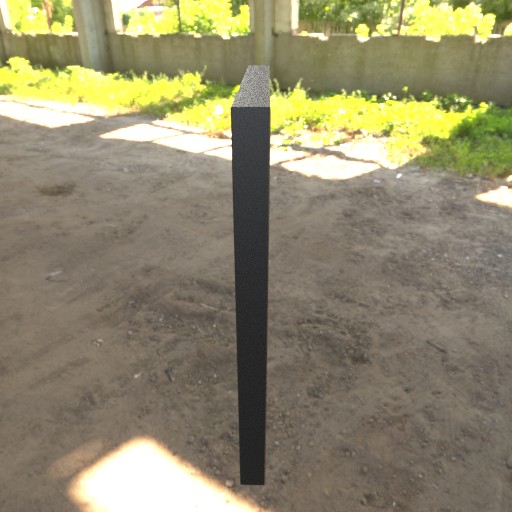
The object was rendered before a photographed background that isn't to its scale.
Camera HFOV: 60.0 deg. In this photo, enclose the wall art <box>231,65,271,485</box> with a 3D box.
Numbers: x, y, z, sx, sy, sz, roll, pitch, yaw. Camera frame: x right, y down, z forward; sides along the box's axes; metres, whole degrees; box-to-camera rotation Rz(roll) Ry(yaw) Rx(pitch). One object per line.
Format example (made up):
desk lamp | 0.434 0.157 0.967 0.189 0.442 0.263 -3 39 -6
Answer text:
wall art | 0.000 0.000 0.746 0.039 0.555 0.449 1 28 1
